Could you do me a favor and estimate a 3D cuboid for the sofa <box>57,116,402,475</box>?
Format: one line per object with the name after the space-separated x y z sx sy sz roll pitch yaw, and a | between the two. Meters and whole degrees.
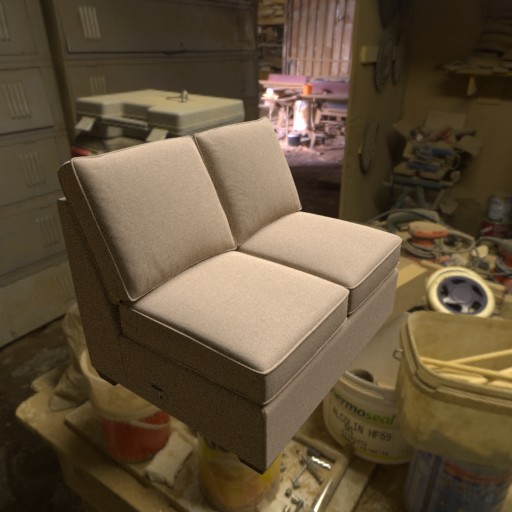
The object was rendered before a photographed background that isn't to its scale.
0.000 0.000 1.973 0.951 1.008 1.237 17 31 32 | sofa
